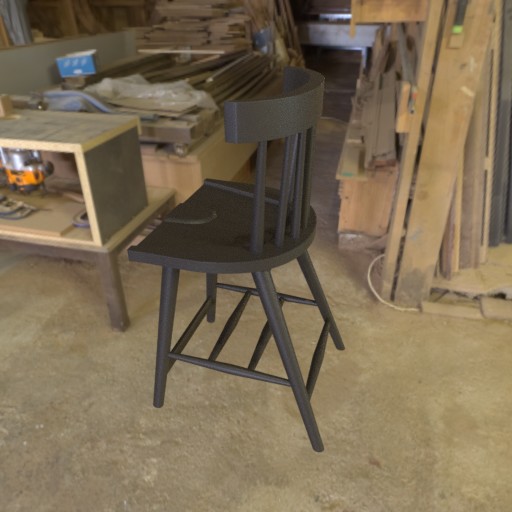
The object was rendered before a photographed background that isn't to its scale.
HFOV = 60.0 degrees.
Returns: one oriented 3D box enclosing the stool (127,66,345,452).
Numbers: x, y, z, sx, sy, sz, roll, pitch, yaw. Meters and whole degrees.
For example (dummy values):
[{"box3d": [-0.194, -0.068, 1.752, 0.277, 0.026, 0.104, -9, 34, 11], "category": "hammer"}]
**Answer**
[{"box3d": [0.000, 0.000, 1.274, 0.549, 0.953, 0.494, 9, 33, 15], "category": "stool"}]
